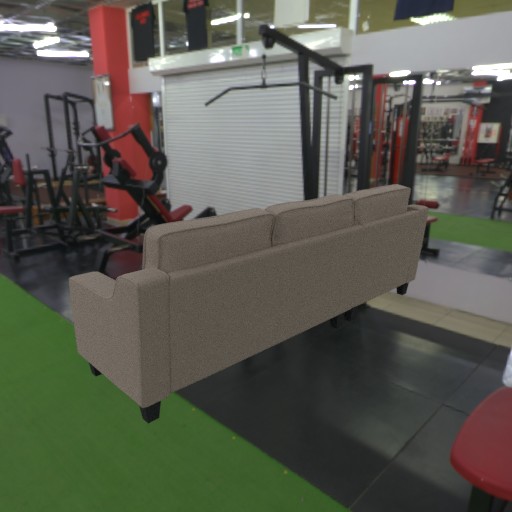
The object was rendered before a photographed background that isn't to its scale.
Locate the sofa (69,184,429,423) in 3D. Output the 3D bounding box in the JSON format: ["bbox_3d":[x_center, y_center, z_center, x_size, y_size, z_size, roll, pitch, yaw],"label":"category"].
[{"bbox_3d":[0.000,0.000,3.169,2.561,0.928,1.294,-15,22,-41],"label":"sofa"}]
